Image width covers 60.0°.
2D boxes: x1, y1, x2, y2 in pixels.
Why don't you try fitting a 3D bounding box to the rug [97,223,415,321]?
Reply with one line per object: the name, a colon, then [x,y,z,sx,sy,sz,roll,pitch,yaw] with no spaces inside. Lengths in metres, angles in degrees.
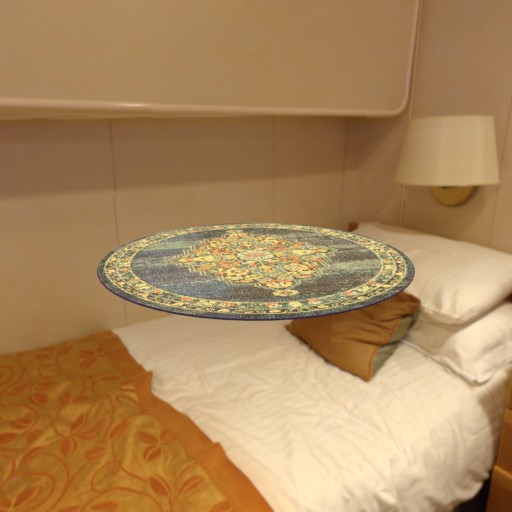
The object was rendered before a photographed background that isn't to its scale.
rug: [0.000,0.000,3.515,2.386,0.014,2.386,0,17,0]
